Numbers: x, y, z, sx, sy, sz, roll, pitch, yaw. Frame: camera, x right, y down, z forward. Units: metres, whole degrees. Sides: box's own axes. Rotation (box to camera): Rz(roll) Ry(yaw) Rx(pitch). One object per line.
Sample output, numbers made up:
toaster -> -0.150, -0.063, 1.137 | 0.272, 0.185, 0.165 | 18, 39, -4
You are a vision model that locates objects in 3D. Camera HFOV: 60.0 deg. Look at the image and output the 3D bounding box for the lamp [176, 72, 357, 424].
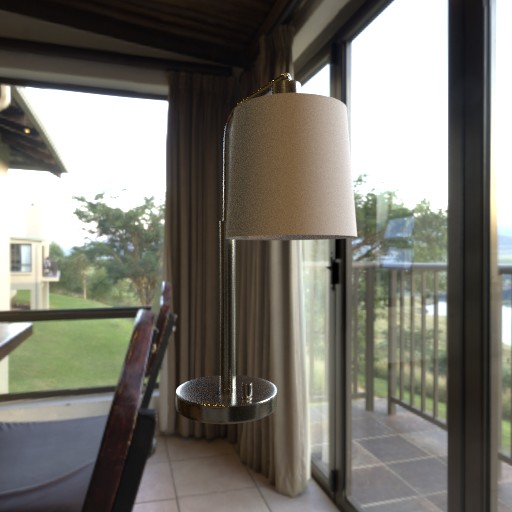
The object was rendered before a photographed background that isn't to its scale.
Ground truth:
lamp -> 0.000, 0.000, 0.652 | 0.171, 0.489, 0.333 | 0, 1, -35
